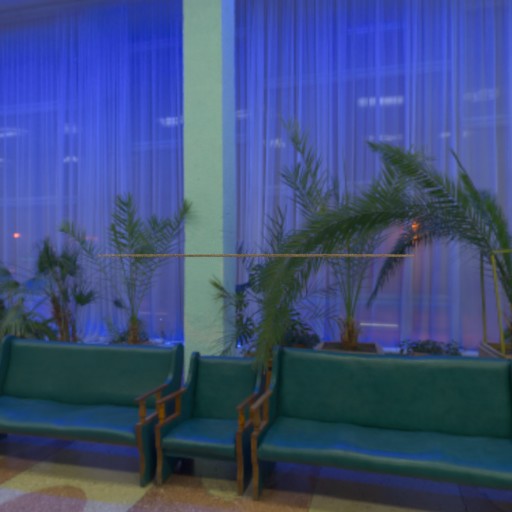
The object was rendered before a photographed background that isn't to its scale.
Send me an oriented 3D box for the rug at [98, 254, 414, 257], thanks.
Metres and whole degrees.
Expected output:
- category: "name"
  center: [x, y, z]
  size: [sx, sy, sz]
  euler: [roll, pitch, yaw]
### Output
- category: "rug"
  center: [0.000, 0.000, 3.647]
  size: [2.444, 0.015, 2.444]
  euler: [0, 0, 0]
